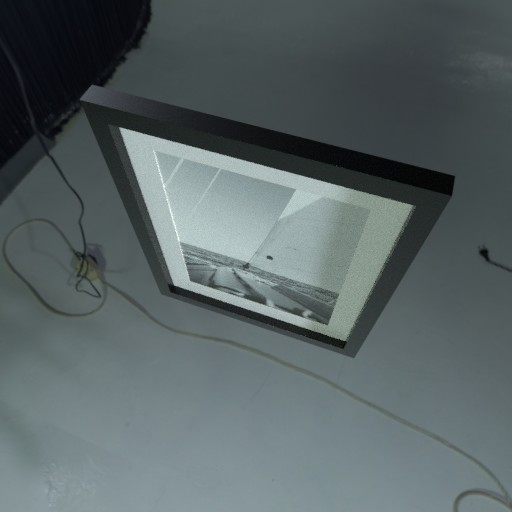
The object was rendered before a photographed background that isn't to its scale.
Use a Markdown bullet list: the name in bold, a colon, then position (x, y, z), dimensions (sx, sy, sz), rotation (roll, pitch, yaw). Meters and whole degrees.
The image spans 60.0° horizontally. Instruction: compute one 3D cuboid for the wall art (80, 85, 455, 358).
- **wall art**: position (0.000, 0.000, 0.766), dimensions (0.461, 0.558, 0.031), rotation (17, 61, 10)
